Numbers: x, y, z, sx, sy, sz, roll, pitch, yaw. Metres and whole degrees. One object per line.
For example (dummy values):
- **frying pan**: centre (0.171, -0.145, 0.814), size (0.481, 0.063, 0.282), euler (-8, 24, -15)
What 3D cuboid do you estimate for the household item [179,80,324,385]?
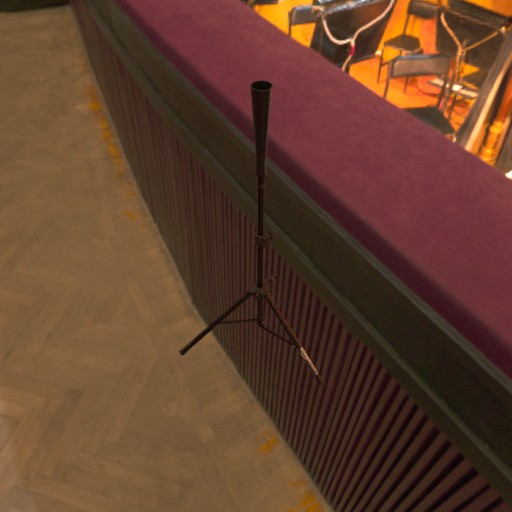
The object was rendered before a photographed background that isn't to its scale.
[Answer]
- **household item**: centre (0.000, 0.000, 1.406), size (0.559, 1.067, 0.559), euler (-24, 51, -21)
